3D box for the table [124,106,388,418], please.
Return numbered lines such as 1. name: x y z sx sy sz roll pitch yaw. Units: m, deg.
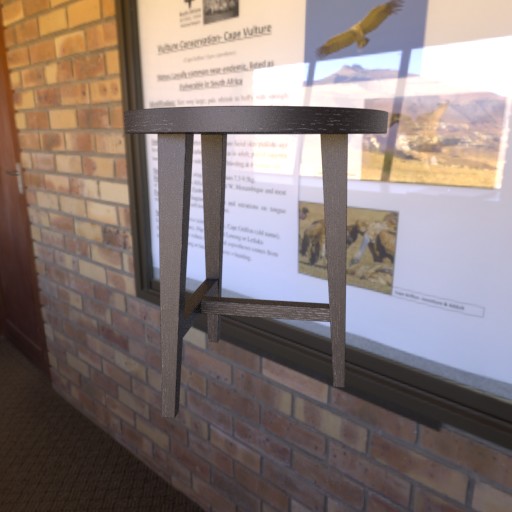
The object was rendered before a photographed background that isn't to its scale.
1. table: 0.000 0.000 0.754 0.399 0.460 0.399 0 15 0
